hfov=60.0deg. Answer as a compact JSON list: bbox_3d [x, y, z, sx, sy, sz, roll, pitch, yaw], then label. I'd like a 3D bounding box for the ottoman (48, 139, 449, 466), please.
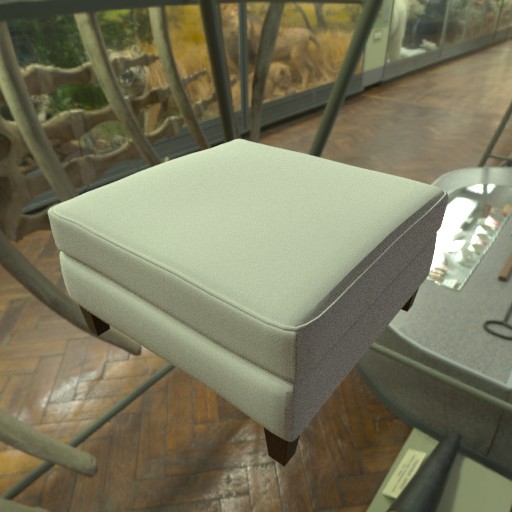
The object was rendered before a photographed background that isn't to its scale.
[{"bbox_3d":[0.000,0.000,1.348,0.838,0.479,0.838,22,38,32],"label":"ottoman"}]
